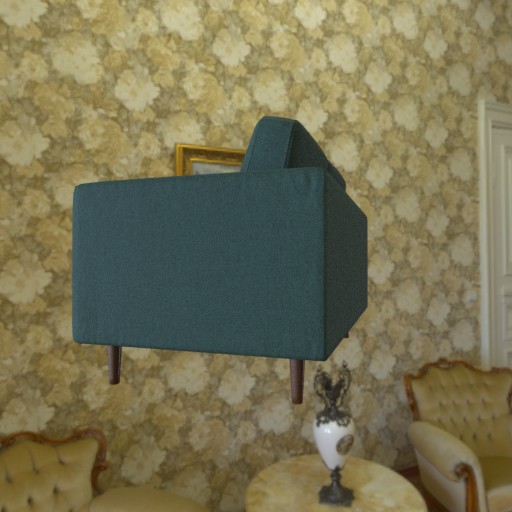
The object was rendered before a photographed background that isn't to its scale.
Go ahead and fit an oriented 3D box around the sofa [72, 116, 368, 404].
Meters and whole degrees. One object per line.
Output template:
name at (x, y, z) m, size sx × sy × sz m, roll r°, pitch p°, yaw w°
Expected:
sofa at (0.000, 0.000, 2.013) m, size 0.879 × 0.899 × 1.430 m, roll 0°, pitch 0°, yaw 19°
